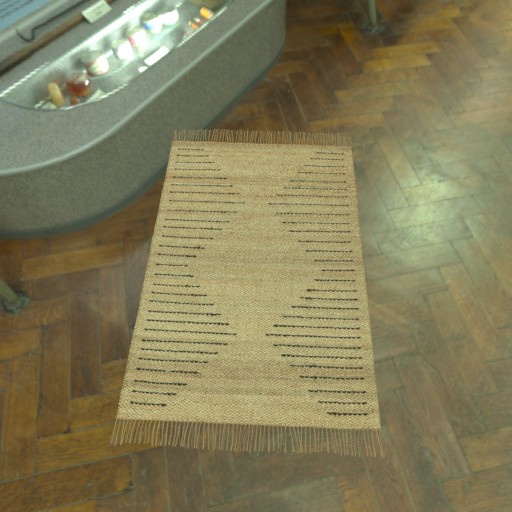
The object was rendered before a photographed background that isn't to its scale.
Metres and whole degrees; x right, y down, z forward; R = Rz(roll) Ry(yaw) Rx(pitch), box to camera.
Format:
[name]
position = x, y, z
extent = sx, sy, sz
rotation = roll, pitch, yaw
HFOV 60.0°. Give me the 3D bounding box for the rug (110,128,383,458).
[rug]
position = 0.000, 0.000, 2.533
extent = 1.224, 0.027, 2.085
rotation = 2, 58, 1
